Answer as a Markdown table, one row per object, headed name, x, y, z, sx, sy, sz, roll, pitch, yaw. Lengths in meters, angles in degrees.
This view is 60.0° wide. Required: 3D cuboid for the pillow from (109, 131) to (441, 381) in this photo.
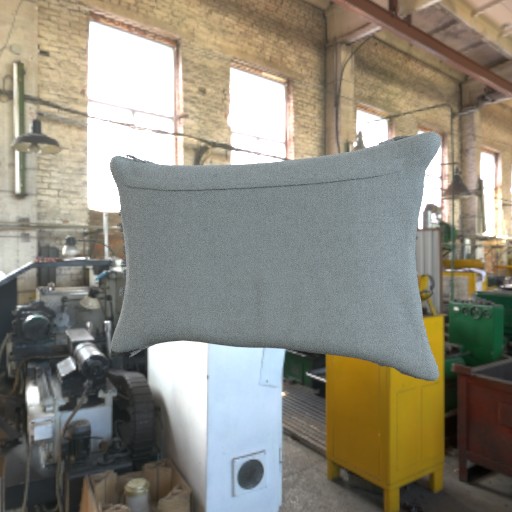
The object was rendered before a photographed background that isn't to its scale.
| name | x | y | z | sx | sy | sz | roll | pitch | yaw |
| --- | --- | --- | --- | --- | --- | --- | --- | --- | --- |
| pillow | 0.000 | 0.000 | 0.603 | 0.466 | 0.305 | 0.084 | 0 | 0 | 18 |
